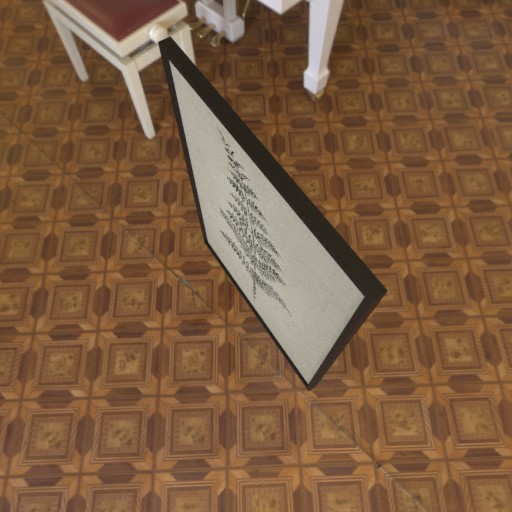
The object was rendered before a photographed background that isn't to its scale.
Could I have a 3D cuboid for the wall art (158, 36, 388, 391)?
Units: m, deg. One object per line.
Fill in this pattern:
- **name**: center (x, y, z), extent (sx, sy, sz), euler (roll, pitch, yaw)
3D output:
- **wall art**: center (0.000, 0.000, 1.423), extent (0.036, 1.070, 0.802), euler (-31, 69, -14)
